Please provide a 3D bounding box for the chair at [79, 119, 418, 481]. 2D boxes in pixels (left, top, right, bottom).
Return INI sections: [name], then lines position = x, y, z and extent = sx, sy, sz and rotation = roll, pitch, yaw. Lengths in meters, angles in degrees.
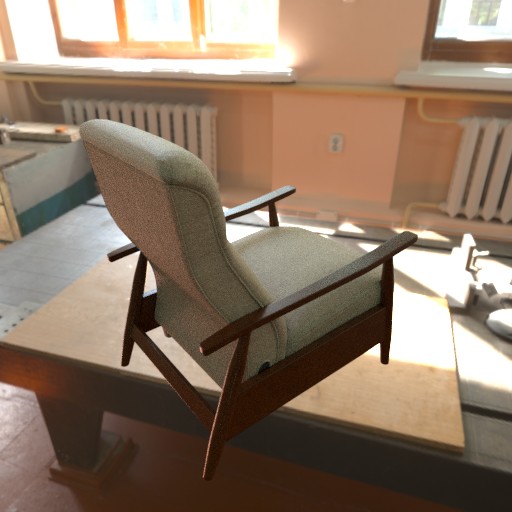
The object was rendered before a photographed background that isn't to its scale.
[chair]
position = 0.000, 0.000, 1.744
extent = 1.014, 1.082, 0.762
rotation = -20, 33, -33
